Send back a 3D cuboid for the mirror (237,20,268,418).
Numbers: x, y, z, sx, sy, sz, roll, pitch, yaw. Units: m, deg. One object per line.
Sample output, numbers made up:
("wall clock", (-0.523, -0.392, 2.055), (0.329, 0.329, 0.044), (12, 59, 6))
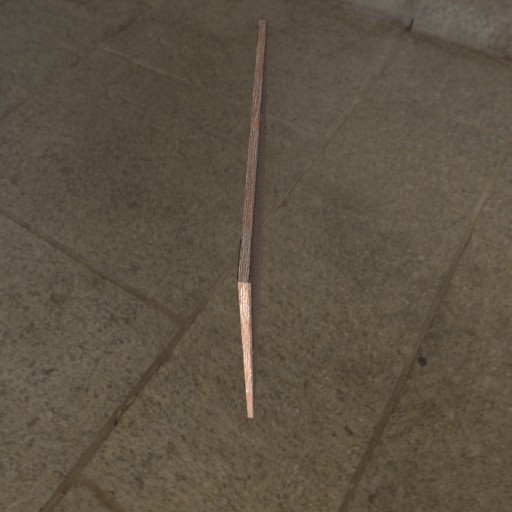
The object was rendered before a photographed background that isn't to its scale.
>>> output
("mirror", (0.000, 0.000, 1.291), (0.025, 0.996, 0.705), (3, 59, 2))
